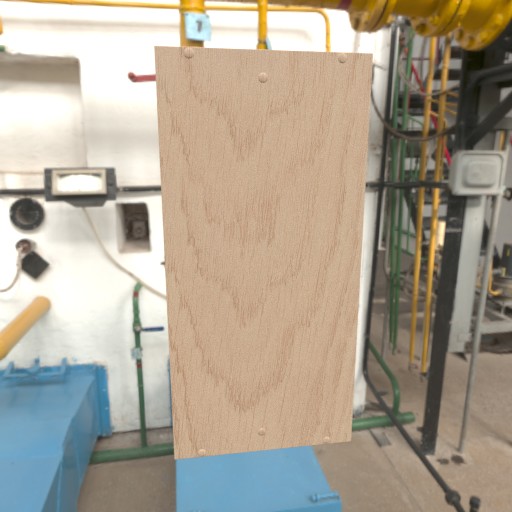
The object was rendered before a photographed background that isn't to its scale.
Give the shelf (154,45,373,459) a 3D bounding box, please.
[{"bbox_3d":[0.000,0.000,0.742,0.290,0.600,0.200,-2,14,-9],"label":"shelf"}]
